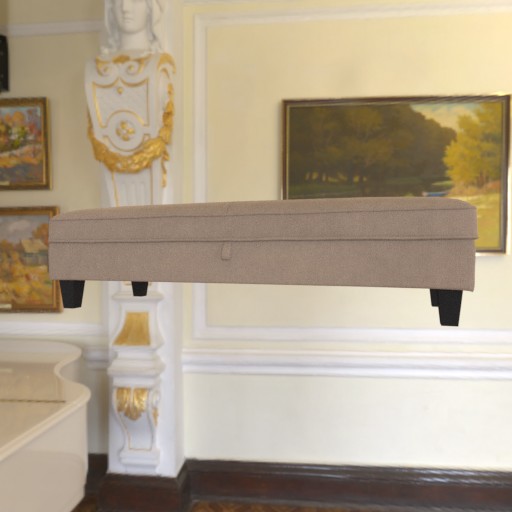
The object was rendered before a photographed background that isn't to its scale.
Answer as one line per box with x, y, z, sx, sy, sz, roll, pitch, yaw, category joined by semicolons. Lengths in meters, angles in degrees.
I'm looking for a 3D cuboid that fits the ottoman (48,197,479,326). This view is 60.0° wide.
0.000;0.000;1.986;1.726;0.460;0.735;0;0;18;ottoman
